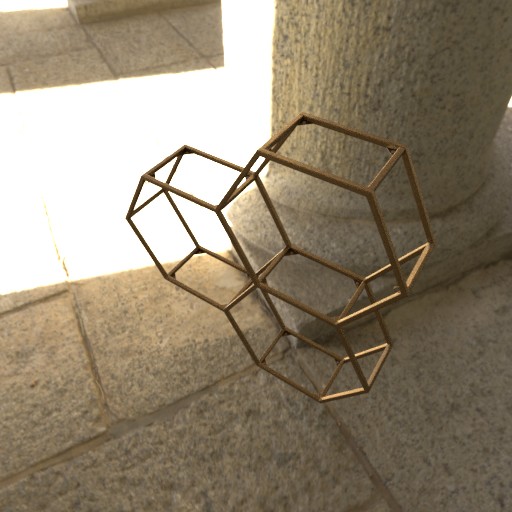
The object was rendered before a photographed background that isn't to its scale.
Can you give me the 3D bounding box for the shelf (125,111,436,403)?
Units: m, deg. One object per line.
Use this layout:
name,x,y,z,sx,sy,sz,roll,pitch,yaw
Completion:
shelf,0.000,0.000,1.046,0.708,0.701,0.150,26,52,22
